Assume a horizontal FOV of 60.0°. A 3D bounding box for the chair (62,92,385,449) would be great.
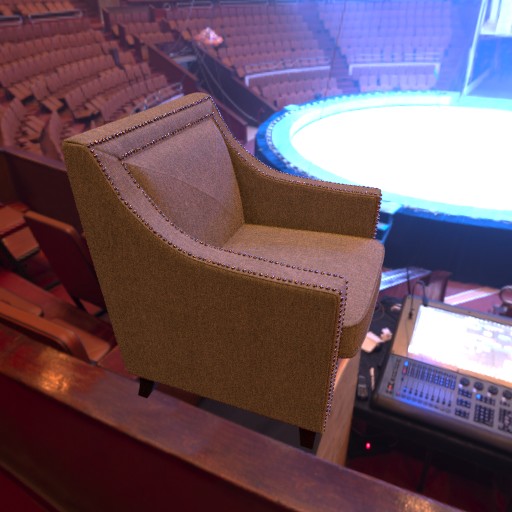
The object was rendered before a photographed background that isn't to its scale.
[{"bbox_3d":[0.000,0.000,1.614,0.884,0.967,0.776,11,32,18],"label":"chair"}]
